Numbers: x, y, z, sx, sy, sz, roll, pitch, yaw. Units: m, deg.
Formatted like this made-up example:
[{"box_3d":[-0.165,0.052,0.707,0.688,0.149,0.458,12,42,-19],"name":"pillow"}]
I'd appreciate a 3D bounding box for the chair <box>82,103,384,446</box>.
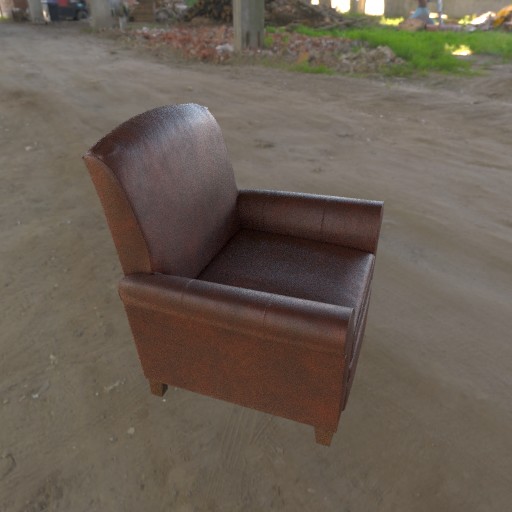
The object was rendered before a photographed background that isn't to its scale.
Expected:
[{"box_3d":[0.000,0.000,1.755,0.902,1.061,0.978,10,32,17],"name":"chair"}]
